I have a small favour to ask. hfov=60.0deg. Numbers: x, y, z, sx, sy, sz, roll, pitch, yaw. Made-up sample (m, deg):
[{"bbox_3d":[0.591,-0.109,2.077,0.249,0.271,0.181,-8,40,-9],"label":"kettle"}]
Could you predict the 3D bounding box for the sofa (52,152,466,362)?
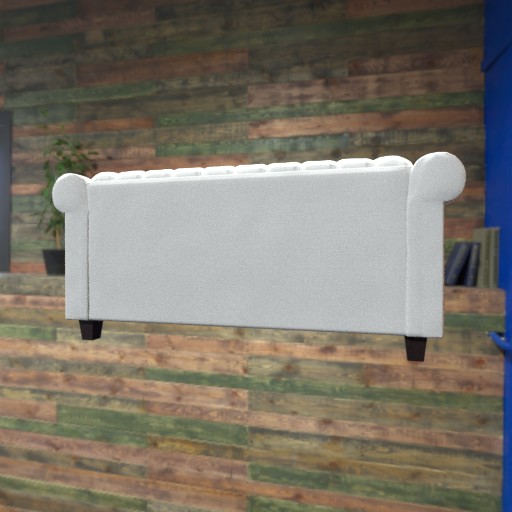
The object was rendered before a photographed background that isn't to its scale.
[{"bbox_3d":[0.000,0.000,2.213,1.798,0.796,0.771,0,1,16],"label":"sofa"}]
